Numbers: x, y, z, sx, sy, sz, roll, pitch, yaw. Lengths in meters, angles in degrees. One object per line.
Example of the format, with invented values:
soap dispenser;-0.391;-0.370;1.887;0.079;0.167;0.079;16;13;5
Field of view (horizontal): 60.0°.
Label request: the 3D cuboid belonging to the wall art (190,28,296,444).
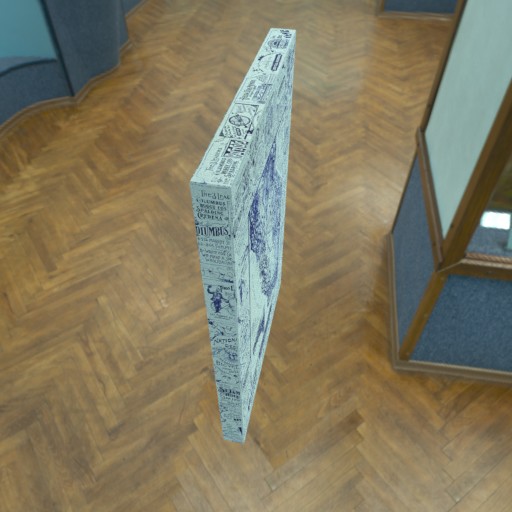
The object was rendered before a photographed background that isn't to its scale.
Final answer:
wall art;0.000;0.000;0.478;0.025;0.376;0.255;9;47;8
